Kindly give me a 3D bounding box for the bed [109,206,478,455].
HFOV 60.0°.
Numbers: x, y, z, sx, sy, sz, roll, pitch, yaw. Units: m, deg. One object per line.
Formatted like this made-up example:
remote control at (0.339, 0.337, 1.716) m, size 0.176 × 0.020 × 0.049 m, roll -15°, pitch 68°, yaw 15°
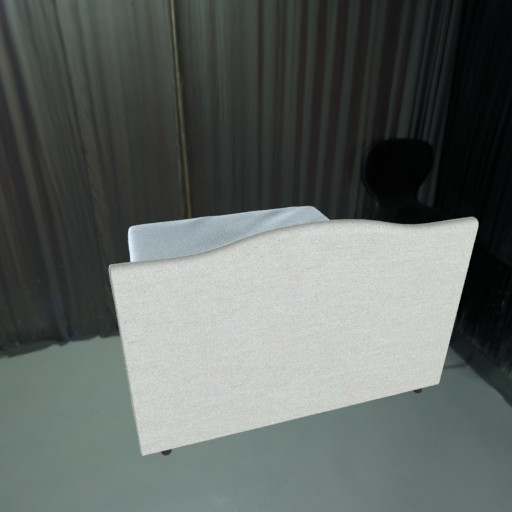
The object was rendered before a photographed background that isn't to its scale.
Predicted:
bed at (0.000, 0.000, 3.516) m, size 2.083 × 1.421 × 2.182 m, roll -8°, pitch 28°, yaw -15°
